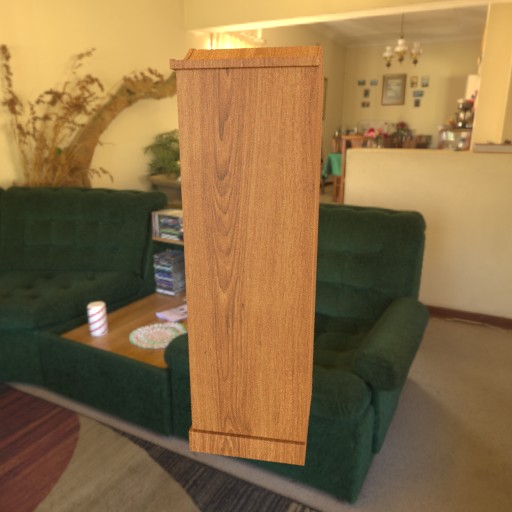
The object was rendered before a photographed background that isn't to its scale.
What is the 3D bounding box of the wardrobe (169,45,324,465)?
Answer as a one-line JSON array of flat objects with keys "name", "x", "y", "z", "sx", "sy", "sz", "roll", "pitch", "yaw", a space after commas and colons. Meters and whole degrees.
[{"name": "wardrobe", "x": 0.000, "y": 0.000, "z": 2.168, "sx": 0.570, "sy": 1.870, "sz": 0.590, "roll": 3, "pitch": 16, "yaw": 10}]
